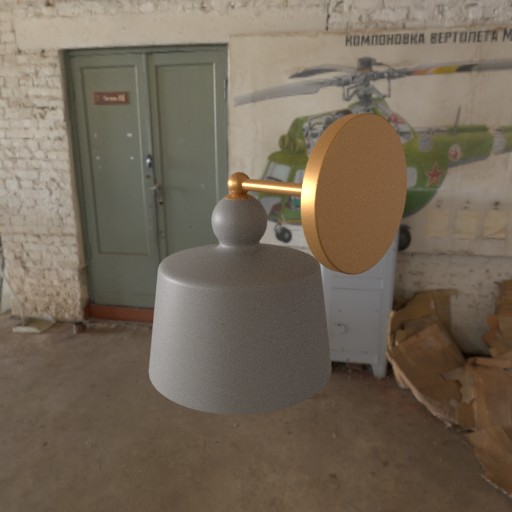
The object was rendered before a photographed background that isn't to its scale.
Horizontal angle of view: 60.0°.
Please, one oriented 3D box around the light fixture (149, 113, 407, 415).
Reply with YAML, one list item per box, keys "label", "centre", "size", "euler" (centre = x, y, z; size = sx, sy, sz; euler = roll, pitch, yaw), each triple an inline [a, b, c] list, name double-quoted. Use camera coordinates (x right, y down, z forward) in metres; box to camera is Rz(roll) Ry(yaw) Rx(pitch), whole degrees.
- label: "light fixture"
  centre: [0.000, 0.000, 0.454]
  size: [0.204, 0.268, 0.254]
  euler: [-13, 19, -41]
